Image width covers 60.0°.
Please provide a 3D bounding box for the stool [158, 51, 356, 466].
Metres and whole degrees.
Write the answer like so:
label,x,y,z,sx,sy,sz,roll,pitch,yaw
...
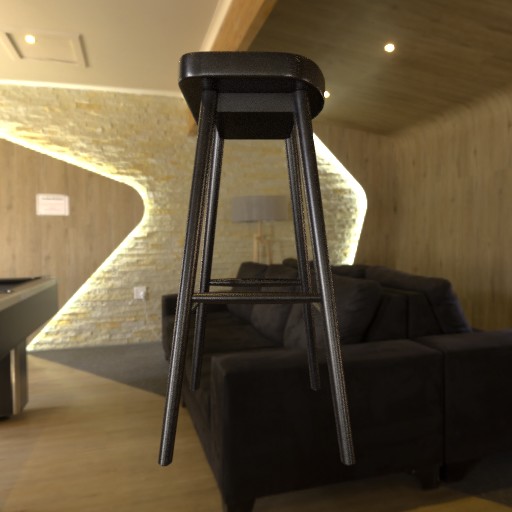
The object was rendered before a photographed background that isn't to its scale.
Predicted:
label,x,y,z,sx,sy,sz,roll,pitch,yaw
stool,0.000,0.000,1.007,0.361,0.749,0.440,0,2,0
